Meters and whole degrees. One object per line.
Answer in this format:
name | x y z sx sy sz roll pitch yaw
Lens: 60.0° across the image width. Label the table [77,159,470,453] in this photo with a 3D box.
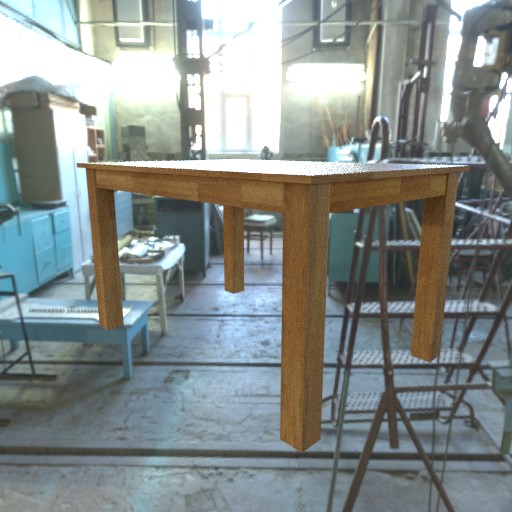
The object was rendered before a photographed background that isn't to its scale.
table | 0.000 0.000 1.847 0.900 0.750 1.300 -13 18 -42
